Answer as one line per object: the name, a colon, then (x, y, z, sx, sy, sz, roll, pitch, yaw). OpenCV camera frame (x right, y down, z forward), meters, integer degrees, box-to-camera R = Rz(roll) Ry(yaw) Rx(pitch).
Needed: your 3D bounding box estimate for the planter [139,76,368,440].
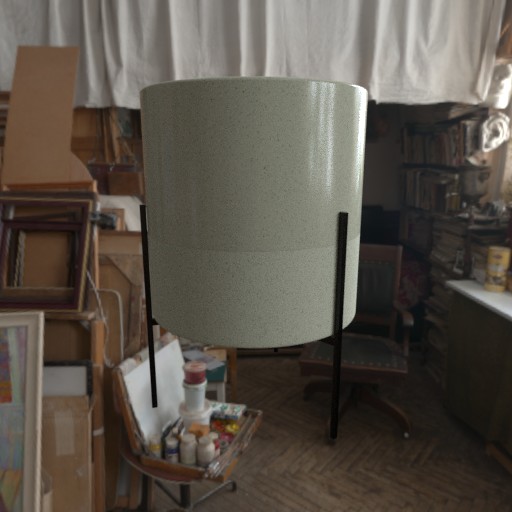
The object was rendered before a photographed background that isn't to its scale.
planter: (0.000, 0.000, 0.681, 0.314, 0.475, 0.323, -13, 19, -42)
